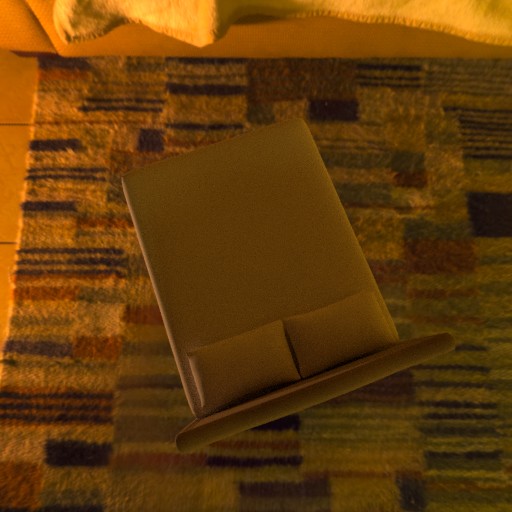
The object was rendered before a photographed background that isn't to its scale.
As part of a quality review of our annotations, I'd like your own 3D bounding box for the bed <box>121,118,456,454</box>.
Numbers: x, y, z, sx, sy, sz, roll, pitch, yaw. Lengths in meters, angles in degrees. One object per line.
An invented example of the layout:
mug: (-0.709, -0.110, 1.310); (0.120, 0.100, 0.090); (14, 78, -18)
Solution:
bed: (0.000, 0.000, 3.323); (1.744, 1.441, 2.128); (-19, 76, -5)
